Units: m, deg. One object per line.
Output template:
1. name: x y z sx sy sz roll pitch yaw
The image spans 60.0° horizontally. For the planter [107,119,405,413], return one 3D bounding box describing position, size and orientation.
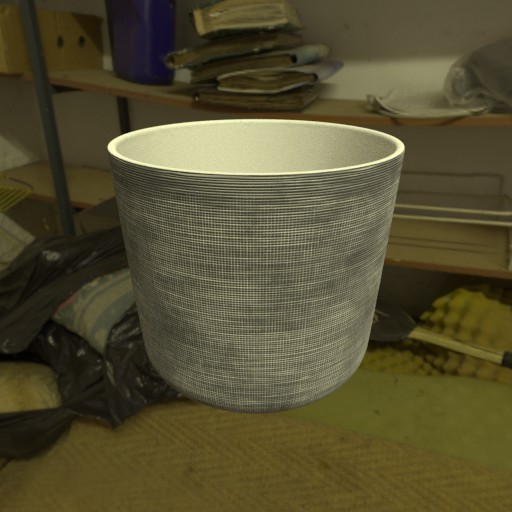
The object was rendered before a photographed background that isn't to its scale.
1. planter: 0.000 0.000 0.767 0.440 0.398 0.440 0 25 0
